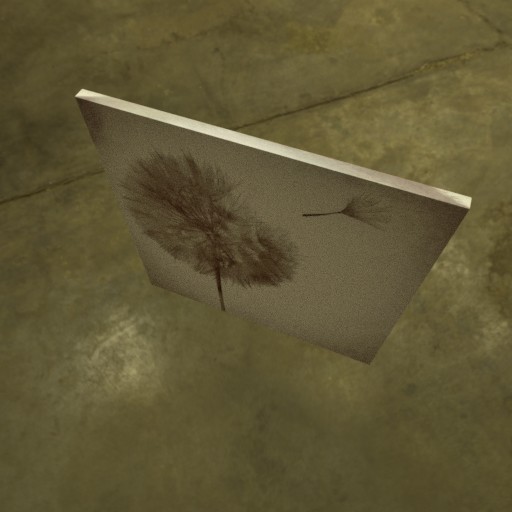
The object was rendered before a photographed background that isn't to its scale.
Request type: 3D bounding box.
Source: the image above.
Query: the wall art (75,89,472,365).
[{"bbox_3d":[0.000,0.000,1.126,0.762,0.762,0.027,19,59,12],"label":"wall art"}]
